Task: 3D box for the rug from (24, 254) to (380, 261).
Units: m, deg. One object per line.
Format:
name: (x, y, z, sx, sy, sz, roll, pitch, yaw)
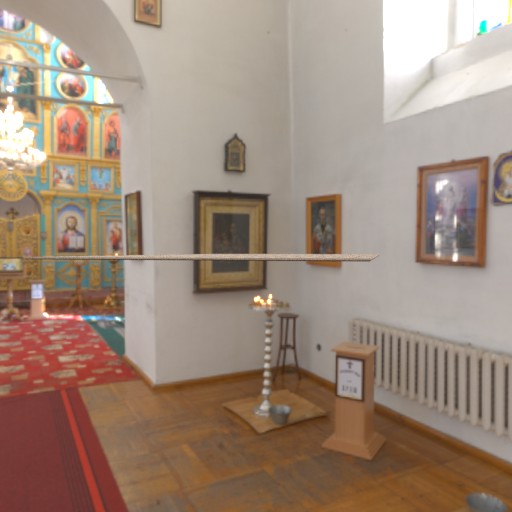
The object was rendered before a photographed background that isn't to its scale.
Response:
rug: (0.000, 0.000, 2.313, 1.219, 0.008, 1.829, 0, 1, 16)
